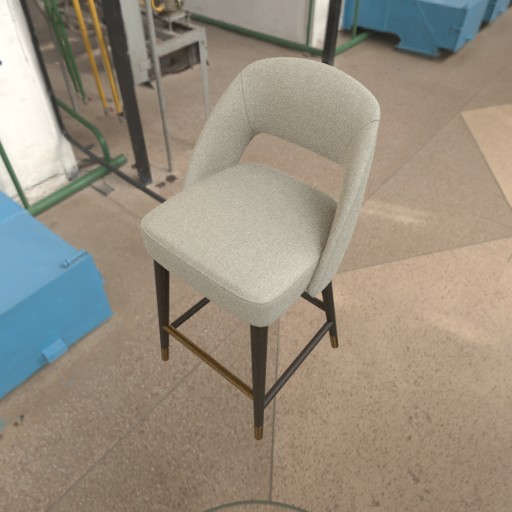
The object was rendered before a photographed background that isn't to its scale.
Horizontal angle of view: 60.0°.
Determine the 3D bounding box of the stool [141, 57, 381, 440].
[{"bbox_3d":[0.000,0.000,1.265,0.494,0.940,0.509,31,53,27],"label":"stool"}]
